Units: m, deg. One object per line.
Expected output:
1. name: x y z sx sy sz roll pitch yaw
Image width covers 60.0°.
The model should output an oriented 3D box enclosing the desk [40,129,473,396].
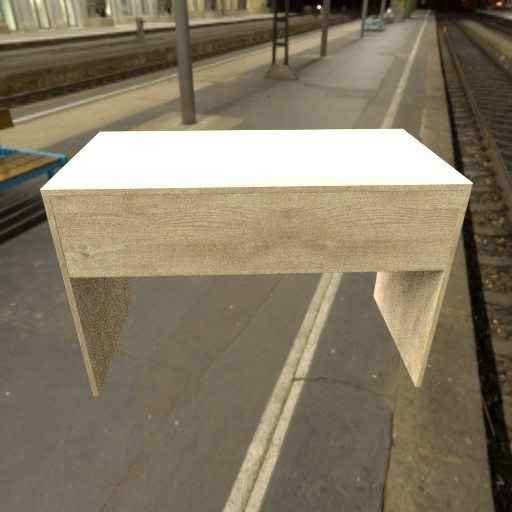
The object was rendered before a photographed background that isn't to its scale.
1. desk: 0.000 0.000 1.549 1.100 0.730 0.560 -1 30 -2
